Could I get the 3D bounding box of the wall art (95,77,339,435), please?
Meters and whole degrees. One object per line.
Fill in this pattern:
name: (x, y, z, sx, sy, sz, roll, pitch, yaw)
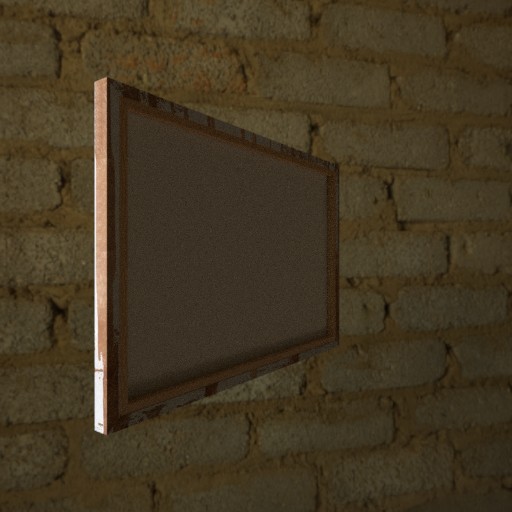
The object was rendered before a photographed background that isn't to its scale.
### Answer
wall art: (0.000, 0.000, 1.133, 0.035, 0.609, 0.914, 0, 0, 36)
